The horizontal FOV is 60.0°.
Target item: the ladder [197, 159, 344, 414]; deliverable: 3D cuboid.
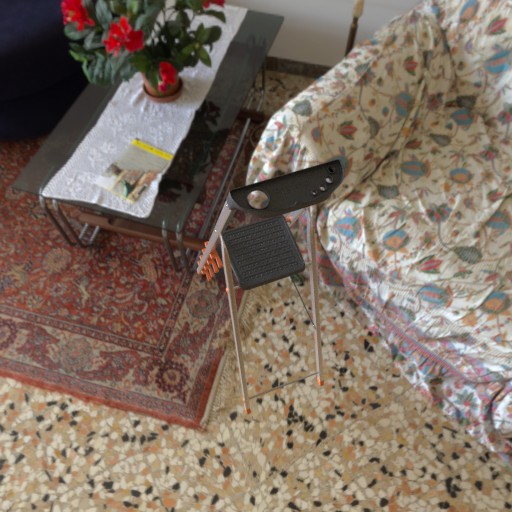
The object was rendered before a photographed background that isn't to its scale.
[{"bbox_3d":[0.000,0.000,2.066,0.480,1.646,0.995,-18,61,-10],"label":"ladder"}]
